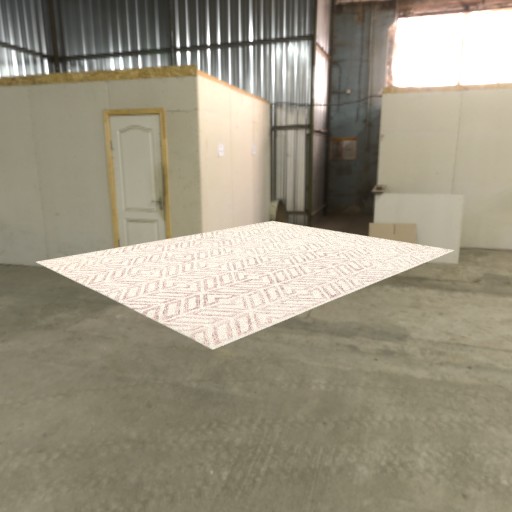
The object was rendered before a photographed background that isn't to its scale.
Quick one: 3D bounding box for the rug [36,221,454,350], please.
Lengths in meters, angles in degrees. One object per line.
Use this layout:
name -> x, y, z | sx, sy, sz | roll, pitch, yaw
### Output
rug -> 0.000, 0.000, 4.100 | 2.421, 0.008, 3.045 | 14, 20, 43
